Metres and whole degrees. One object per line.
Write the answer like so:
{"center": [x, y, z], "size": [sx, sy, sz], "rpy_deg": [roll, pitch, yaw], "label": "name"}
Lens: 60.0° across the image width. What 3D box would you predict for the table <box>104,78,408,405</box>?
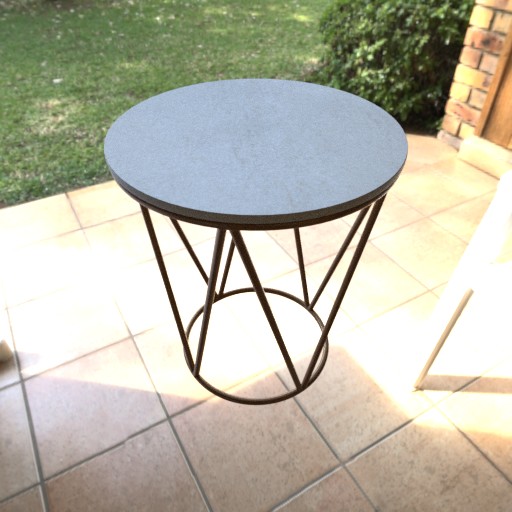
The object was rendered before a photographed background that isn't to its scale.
{"center": [0.000, 0.000, 0.935], "size": [0.500, 0.564, 0.500], "rpy_deg": [0, 41, 0], "label": "table"}
